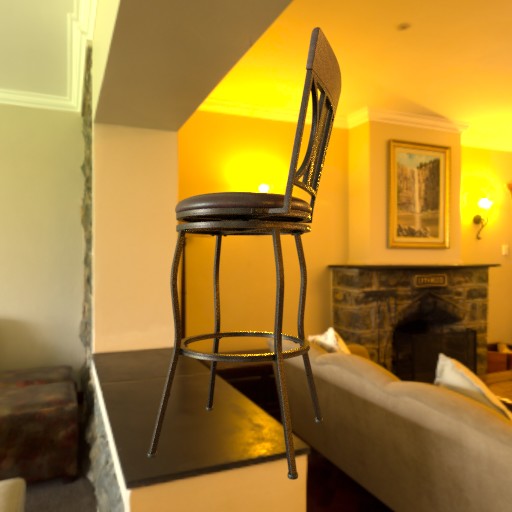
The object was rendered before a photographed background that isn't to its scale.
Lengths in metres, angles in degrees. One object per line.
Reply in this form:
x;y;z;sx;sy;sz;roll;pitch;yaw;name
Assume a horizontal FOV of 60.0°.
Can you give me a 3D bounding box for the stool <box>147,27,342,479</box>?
0.000;0.000;1.375;0.513;1.130;0.448;0;0;17;stool
